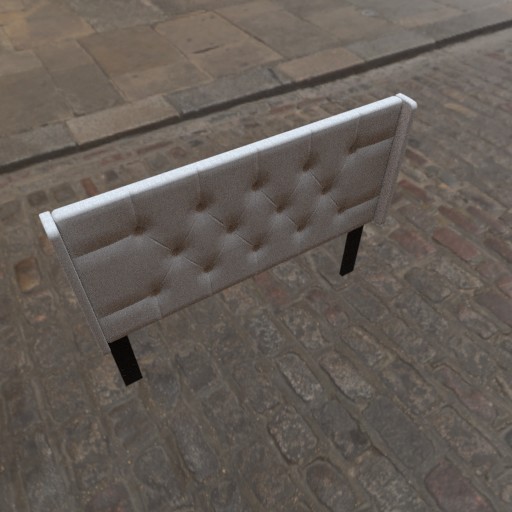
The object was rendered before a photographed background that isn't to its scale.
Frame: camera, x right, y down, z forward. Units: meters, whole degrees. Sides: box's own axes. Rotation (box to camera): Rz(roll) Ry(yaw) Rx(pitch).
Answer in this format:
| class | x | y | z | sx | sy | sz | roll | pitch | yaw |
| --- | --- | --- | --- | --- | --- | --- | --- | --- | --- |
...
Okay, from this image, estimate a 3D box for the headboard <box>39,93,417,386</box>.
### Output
| class | x | y | z | sx | sy | sz | roll | pitch | yaw |
| --- | --- | --- | --- | --- | --- | --- | --- | --- | --- |
| headboard | 0.000 | 0.000 | 2.720 | 2.051 | 1.524 | 0.184 | -24 | 51 | -22 |
